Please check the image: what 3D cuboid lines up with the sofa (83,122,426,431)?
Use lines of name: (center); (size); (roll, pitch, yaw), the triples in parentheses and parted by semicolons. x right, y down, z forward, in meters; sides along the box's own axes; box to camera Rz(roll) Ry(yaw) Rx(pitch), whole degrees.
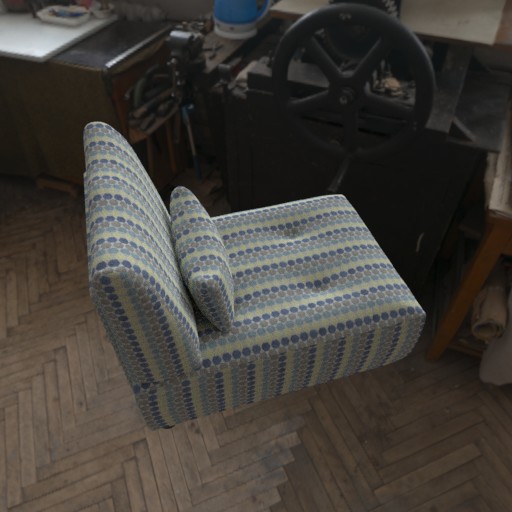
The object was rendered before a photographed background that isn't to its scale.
sofa: (0.000, 0.000, 1.545); (1.000, 0.820, 0.700); (-12, 48, -11)
